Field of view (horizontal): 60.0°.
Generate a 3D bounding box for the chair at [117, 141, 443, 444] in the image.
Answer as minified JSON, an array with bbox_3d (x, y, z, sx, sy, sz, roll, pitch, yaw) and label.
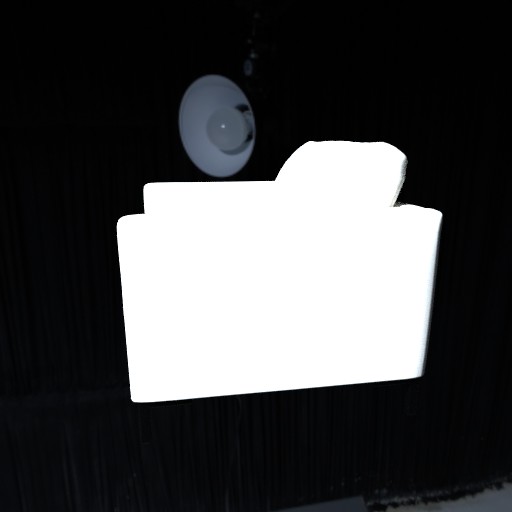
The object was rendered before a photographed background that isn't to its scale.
[{"bbox_3d":[0.000,0.000,1.610,0.875,0.806,0.964,-2,15,-9],"label":"chair"}]
